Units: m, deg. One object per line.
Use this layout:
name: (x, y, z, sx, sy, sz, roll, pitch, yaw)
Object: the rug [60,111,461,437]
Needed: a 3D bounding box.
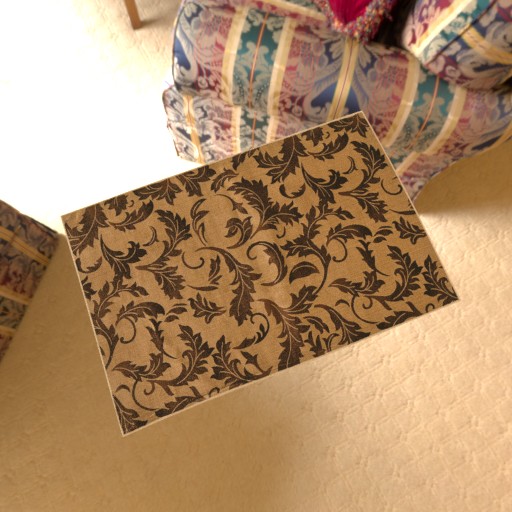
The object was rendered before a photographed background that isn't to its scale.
rug: (0.000, 0.000, 2.944, 2.284, 0.008, 1.522, -21, 75, -6)
